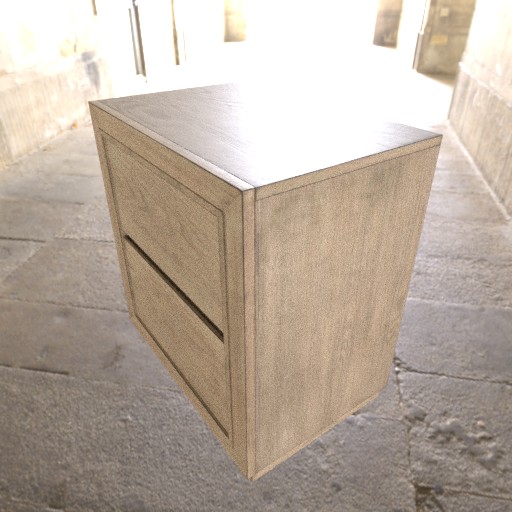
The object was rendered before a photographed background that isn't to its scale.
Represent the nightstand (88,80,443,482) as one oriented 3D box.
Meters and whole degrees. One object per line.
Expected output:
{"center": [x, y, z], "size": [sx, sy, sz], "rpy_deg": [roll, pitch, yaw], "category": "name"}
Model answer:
{"center": [0.000, 0.000, 1.068], "size": [0.483, 0.673, 0.612], "rpy_deg": [-21, 37, -30], "category": "nightstand"}
